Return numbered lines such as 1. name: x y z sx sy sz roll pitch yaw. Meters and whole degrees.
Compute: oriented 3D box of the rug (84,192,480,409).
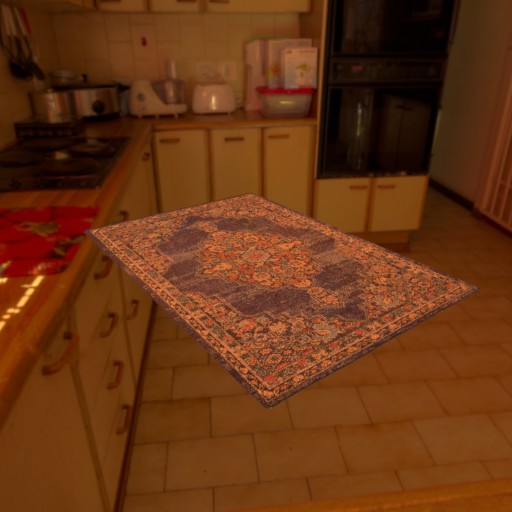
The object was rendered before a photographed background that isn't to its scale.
1. rug: 0.000 0.000 3.846 2.053 0.011 2.940 -18 31 -33
